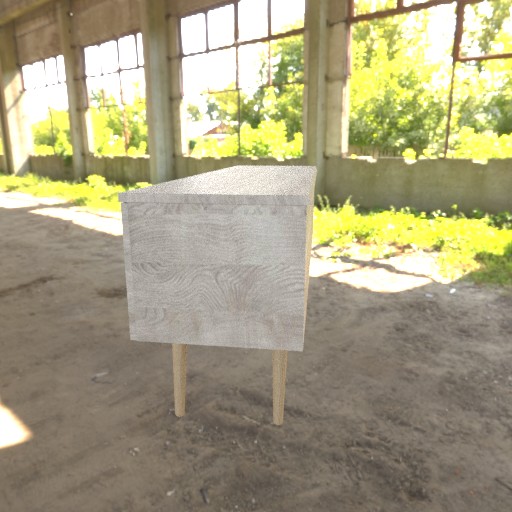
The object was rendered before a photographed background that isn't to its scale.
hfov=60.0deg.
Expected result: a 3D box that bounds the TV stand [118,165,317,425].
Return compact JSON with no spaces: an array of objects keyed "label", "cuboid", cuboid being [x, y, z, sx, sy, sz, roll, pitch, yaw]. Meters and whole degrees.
[{"label":"TV stand","cuboid":[0.000,0.000,1.552,0.401,0.565,1.313,2,14,8]}]
